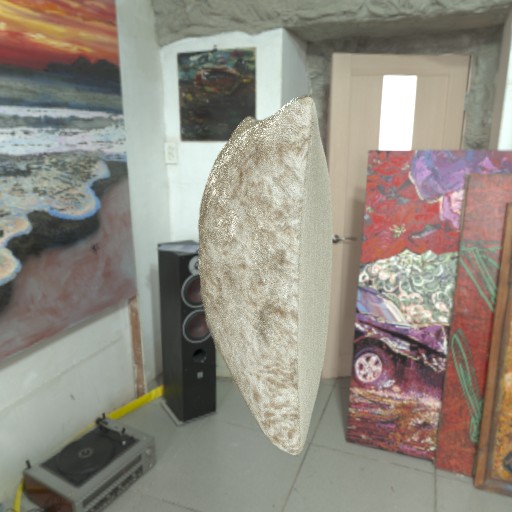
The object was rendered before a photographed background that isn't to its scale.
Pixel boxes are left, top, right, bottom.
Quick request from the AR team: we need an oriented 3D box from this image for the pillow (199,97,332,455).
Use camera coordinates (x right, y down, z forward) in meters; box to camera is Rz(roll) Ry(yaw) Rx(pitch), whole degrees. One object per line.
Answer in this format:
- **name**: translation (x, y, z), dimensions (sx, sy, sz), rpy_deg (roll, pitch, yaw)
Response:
- **pillow**: translation (0.000, 0.000, 0.823), dimensions (0.216, 0.525, 0.538), rpy_deg (-2, 14, -8)
